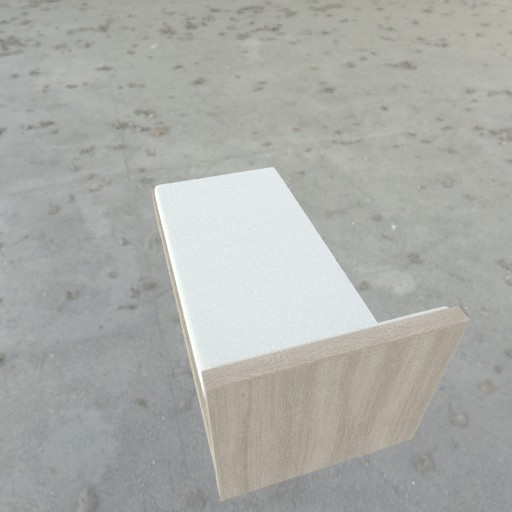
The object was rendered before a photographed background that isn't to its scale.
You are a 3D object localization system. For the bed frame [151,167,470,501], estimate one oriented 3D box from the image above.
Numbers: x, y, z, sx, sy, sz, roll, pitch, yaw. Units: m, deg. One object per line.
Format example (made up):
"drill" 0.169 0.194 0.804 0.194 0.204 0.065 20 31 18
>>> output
"bed frame" 0.000 0.000 2.590 0.990 0.920 2.140 -11 43 -13
